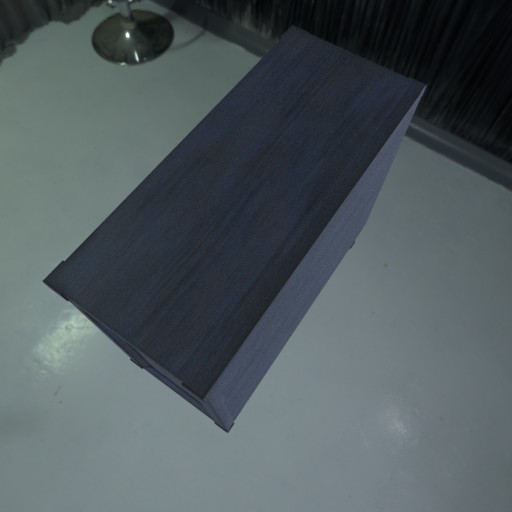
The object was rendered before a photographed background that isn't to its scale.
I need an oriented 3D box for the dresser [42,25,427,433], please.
[{"bbox_3d":[0.000,0.000,1.572,0.463,0.986,1.049,32,68,15],"label":"dresser"}]
